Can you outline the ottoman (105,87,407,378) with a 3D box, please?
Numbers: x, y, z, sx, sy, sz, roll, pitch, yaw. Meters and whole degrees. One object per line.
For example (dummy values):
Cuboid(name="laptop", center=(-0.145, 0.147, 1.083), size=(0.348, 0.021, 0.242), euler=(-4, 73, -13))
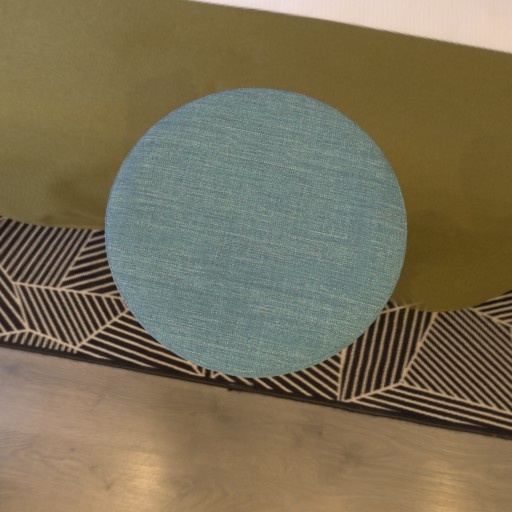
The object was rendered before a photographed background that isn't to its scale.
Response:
Cuboid(name="ottoman", center=(0.000, 0.000, 0.751), size=(0.398, 0.406, 0.398), euler=(0, 75, 0))
